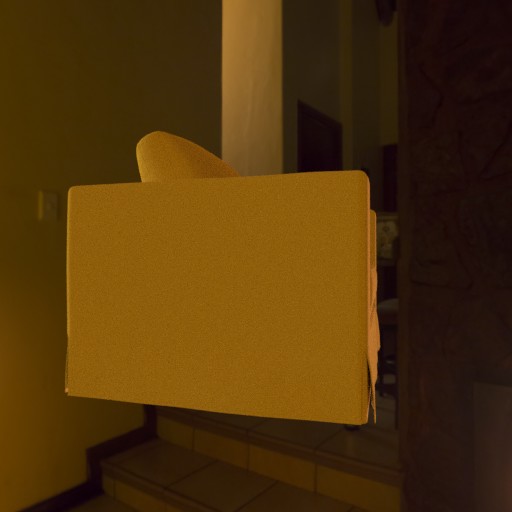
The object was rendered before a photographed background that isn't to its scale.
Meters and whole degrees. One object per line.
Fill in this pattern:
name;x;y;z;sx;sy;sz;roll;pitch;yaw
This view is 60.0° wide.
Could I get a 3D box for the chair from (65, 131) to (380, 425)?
chair;0.000;0.000;1.800;0.957;0.878;1.150;0;-1;16
